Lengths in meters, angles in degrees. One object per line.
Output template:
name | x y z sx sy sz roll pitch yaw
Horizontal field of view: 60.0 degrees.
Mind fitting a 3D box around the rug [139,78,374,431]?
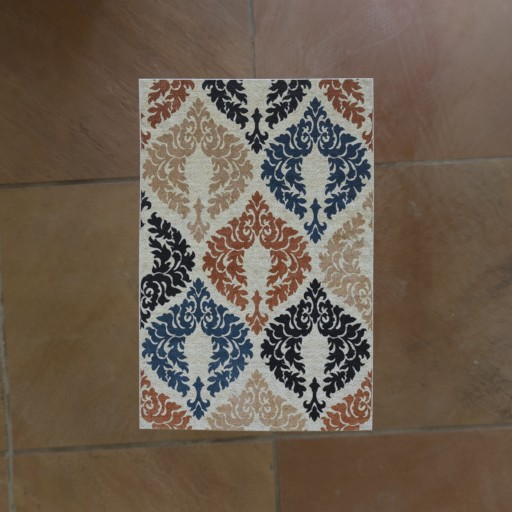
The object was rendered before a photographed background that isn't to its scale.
rug | 0.000 0.000 2.859 1.514 0.014 2.275 0 91 0
